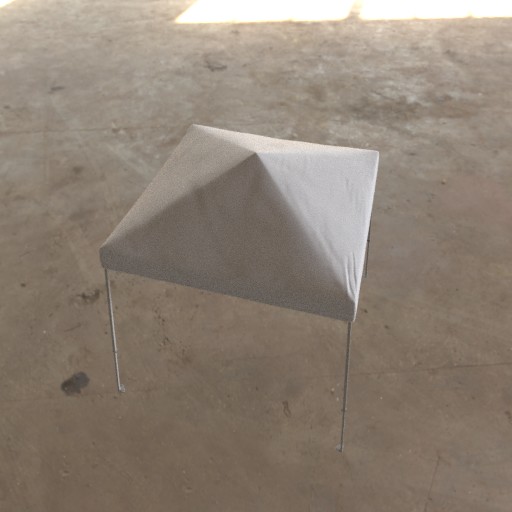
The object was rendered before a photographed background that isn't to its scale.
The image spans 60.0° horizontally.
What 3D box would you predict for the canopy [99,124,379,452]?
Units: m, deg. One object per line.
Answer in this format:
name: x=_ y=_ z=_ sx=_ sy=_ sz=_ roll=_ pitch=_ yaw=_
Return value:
canopy: x=0.000 y=0.000 z=5.278 sx=2.848 sy=2.849 sz=2.849 roll=11 pitch=47 yaw=11
